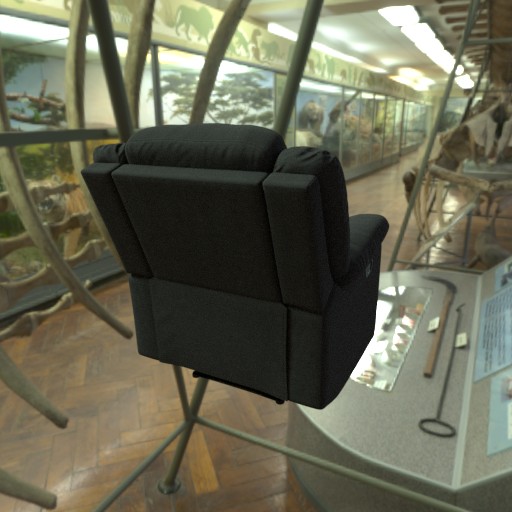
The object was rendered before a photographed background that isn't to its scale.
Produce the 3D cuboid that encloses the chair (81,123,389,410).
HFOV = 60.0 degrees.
[{"bbox_3d":[0.000,0.000,1.751,0.899,1.008,0.944,9,19,27],"label":"chair"}]
